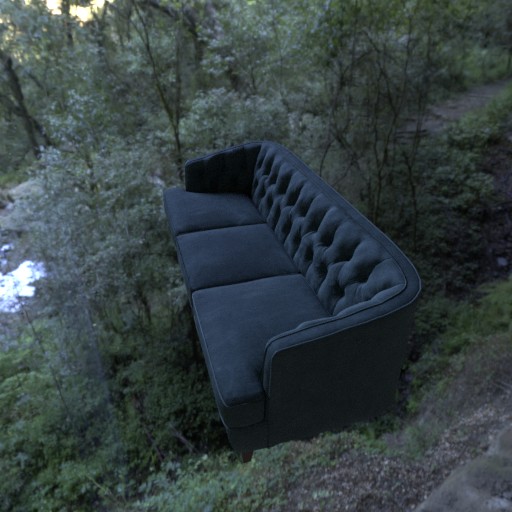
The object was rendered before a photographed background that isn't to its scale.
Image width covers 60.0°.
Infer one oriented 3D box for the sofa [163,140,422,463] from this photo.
[{"bbox_3d":[0.000,0.000,2.777,0.941,0.855,2.278,-9,32,-14],"label":"sofa"}]
